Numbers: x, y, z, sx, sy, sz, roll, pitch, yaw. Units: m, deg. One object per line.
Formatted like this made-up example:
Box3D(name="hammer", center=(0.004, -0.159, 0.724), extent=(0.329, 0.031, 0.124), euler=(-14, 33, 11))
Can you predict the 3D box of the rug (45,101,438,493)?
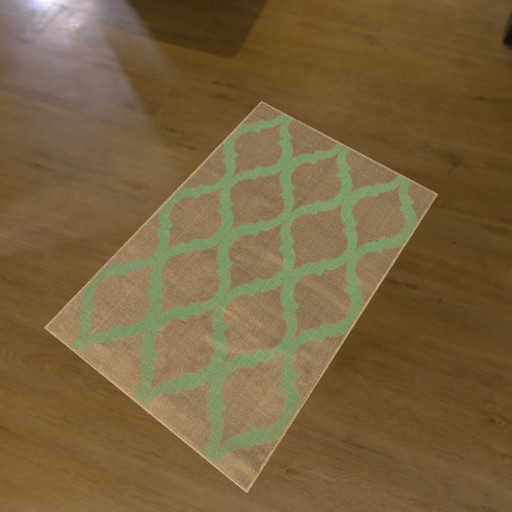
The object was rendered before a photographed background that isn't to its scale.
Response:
Box3D(name="rug", center=(0.000, 0.000, 2.911), extent=(1.524, 0.006, 2.286), euler=(33, 68, 15))
